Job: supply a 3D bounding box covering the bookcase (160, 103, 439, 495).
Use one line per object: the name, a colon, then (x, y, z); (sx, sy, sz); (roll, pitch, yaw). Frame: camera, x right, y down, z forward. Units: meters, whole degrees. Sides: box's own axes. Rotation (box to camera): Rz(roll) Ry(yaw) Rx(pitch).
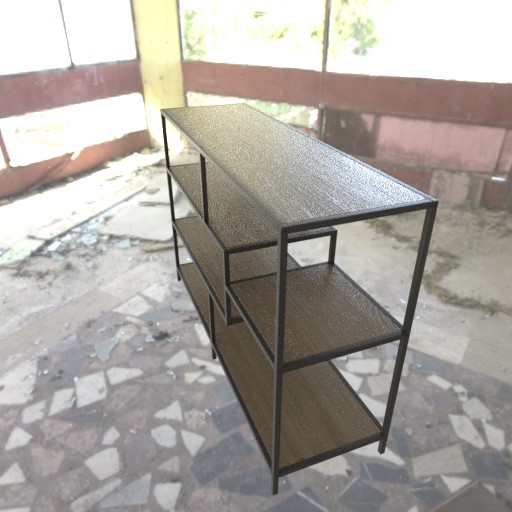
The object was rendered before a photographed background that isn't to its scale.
bookcase: (0.000, 0.000, 1.494); (0.350, 0.780, 1.140); (-11, 31, -19)
